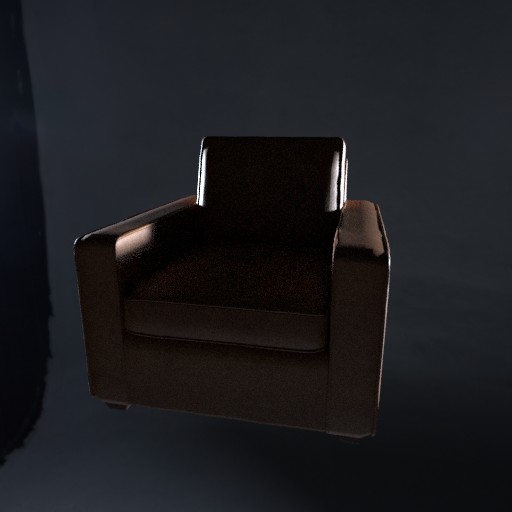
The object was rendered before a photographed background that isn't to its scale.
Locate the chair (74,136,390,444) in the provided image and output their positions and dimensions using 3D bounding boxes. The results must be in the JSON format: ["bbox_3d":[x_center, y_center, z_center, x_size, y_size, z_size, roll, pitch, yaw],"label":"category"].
[{"bbox_3d":[0.000,0.000,1.739,0.987,0.901,1.027,3,16,9],"label":"chair"}]
